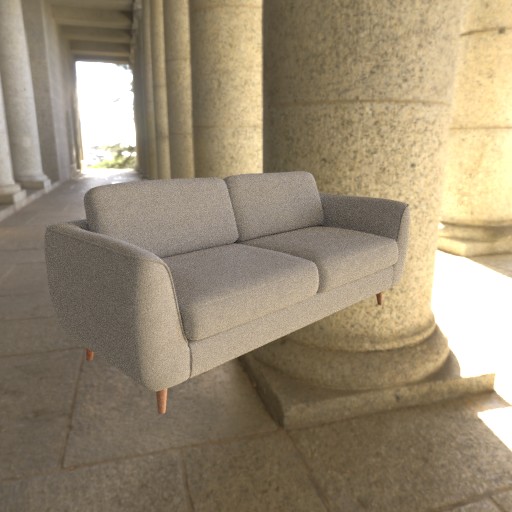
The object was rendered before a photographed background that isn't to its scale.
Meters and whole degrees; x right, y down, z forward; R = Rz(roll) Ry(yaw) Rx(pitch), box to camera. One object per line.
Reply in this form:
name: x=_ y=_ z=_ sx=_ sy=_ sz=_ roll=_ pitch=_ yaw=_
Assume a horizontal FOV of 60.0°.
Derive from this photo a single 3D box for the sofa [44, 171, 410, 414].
sofa: x=0.000 y=0.000 z=2.440 sx=0.920 sy=0.850 sz=2.000 roll=14 pitch=20 yaw=43
